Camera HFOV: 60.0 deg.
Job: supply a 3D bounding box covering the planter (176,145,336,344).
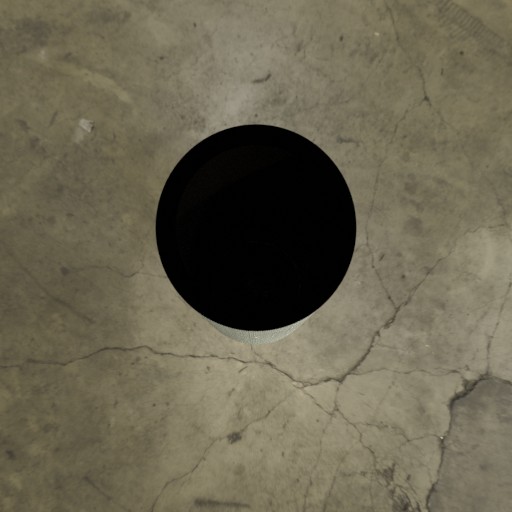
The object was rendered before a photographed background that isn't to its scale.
[{"bbox_3d":[0.000,0.000,0.126,0.045,0.103,0.045,17,77,4],"label":"planter"}]
